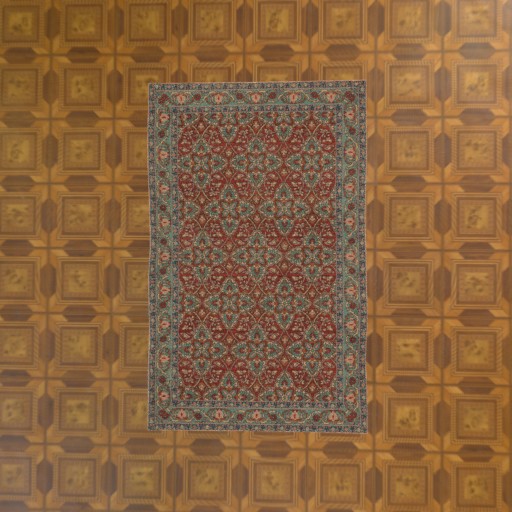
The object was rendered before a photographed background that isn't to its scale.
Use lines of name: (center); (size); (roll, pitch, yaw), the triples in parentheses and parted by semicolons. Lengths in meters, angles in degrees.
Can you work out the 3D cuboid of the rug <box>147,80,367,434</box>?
rug: (0.000, 0.000, 3.085); (1.533, 0.011, 2.439); (0, 89, 2)
